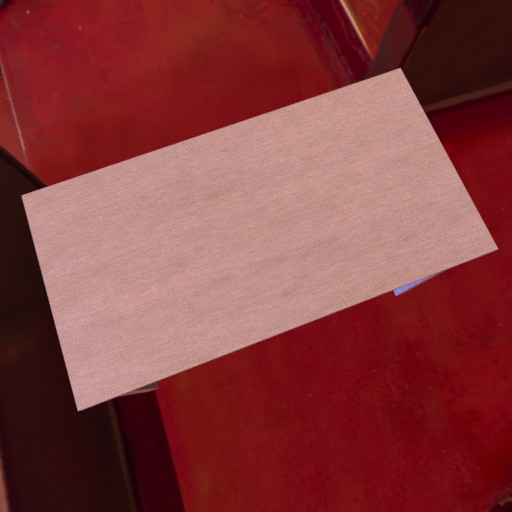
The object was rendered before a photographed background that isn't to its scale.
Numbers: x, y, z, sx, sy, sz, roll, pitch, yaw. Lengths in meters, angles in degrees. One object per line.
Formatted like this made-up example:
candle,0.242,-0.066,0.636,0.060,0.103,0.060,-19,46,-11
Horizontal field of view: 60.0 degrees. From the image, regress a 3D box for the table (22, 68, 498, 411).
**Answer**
table,0.000,0.000,1.877,1.397,0.874,0.729,-20,76,-5
